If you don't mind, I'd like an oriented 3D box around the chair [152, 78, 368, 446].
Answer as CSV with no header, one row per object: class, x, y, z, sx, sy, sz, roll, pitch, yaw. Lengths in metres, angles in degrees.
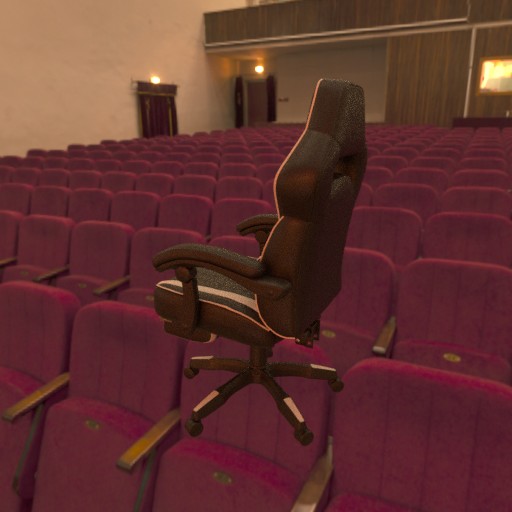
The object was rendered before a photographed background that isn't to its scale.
chair,0.000,0.000,1.651,0.700,1.200,0.676,8,18,26
